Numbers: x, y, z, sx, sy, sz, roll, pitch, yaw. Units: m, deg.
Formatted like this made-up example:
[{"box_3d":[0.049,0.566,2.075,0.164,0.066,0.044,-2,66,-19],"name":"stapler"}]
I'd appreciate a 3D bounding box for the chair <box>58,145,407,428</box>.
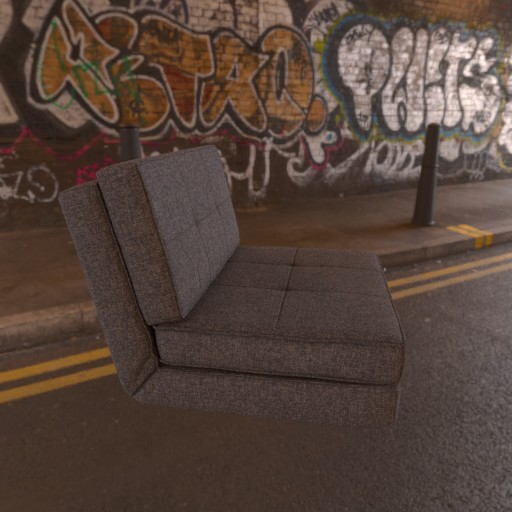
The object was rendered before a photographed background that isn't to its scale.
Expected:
[{"box_3d":[0.000,0.000,1.337,0.800,0.615,0.740,3,17,9],"name":"chair"}]
